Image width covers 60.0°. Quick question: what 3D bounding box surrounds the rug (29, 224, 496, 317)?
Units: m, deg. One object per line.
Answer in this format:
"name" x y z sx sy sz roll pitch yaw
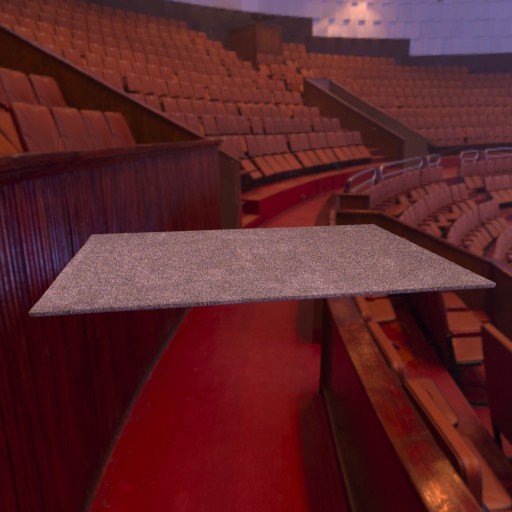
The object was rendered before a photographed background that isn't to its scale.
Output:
"rug" 0.000 0.000 3.364 2.699 0.026 1.802 -3 16 -9
